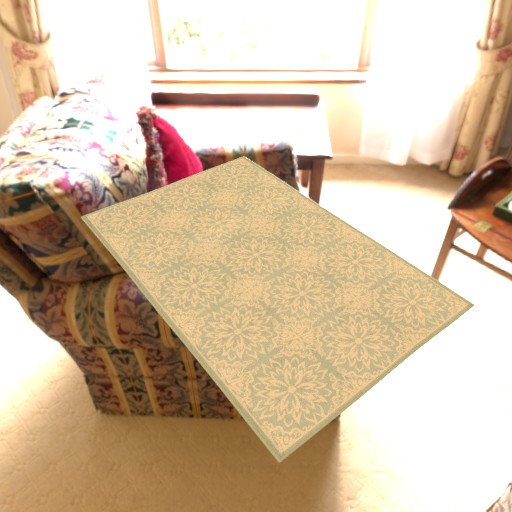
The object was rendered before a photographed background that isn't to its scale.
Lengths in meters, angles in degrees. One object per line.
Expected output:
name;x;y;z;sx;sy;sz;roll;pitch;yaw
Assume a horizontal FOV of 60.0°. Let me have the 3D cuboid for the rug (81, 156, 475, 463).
rug;0.000;0.000;3.549;1.819;0.018;2.746;-27;48;-28
